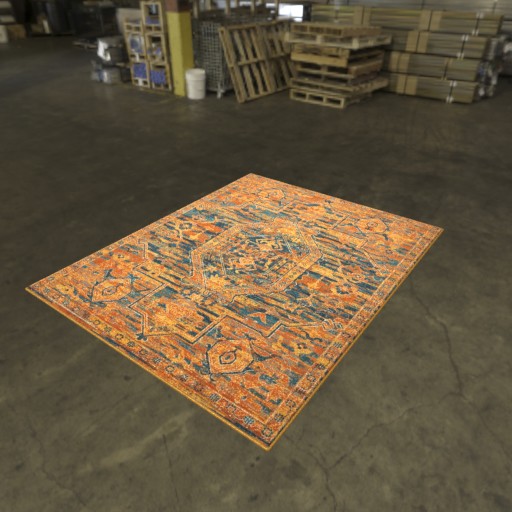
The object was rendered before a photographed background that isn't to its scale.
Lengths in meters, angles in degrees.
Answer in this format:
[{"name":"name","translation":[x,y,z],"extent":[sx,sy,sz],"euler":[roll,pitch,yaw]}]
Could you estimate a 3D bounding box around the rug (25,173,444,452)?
[{"name":"rug","translation":[0.000,0.000,4.023],"extent":[2.435,0.031,3.040],"euler":[22,39,30]}]
